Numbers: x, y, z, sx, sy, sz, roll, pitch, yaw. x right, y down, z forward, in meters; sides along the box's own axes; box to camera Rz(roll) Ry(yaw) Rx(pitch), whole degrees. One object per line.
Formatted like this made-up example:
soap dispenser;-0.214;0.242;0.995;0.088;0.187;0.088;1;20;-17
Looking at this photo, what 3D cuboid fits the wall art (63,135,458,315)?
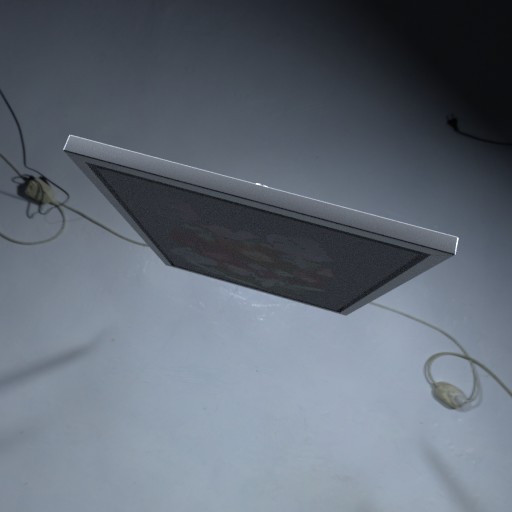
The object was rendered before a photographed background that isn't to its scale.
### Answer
wall art;0.000;0.000;1.392;0.805;1.056;0.042;15;77;4
